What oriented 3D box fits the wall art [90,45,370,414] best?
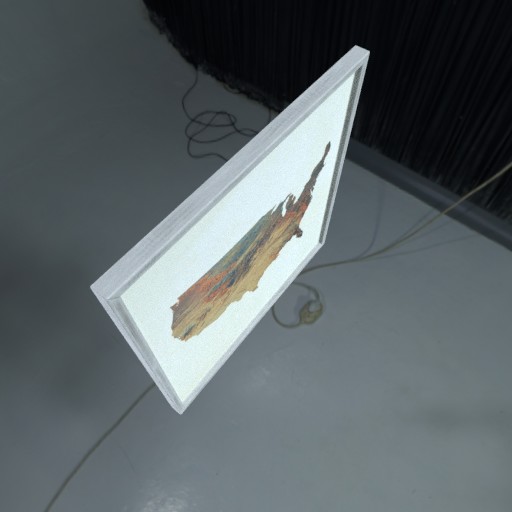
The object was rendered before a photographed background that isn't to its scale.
[{"bbox_3d":[0.000,0.000,0.452,0.015,0.303,0.303,34,64,19],"label":"wall art"}]
